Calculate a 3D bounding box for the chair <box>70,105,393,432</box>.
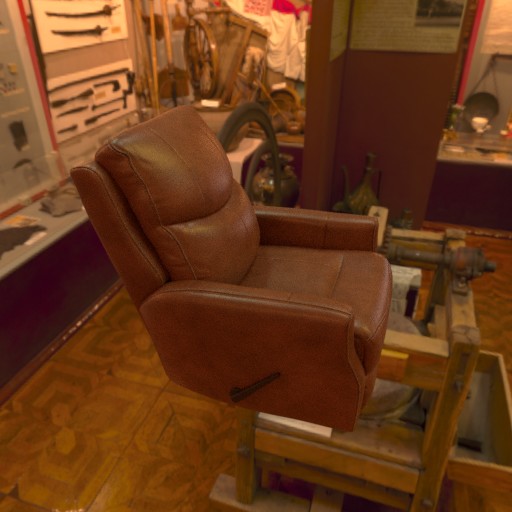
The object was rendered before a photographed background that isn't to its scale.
[{"bbox_3d":[0.000,0.000,1.758,1.072,1.016,0.821,11,33,17],"label":"chair"}]
